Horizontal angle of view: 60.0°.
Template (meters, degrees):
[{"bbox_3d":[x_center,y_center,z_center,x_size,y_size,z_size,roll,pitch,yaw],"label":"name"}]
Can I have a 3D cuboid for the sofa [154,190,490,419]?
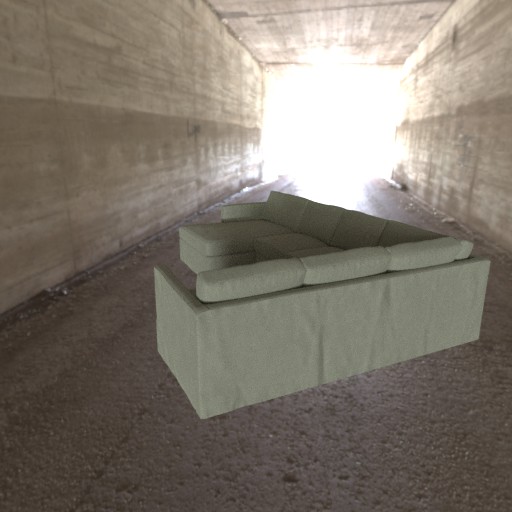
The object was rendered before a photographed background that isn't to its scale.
[{"bbox_3d":[0.000,0.000,4.492,2.440,0.869,3.434,-8,17,-25],"label":"sofa"}]
